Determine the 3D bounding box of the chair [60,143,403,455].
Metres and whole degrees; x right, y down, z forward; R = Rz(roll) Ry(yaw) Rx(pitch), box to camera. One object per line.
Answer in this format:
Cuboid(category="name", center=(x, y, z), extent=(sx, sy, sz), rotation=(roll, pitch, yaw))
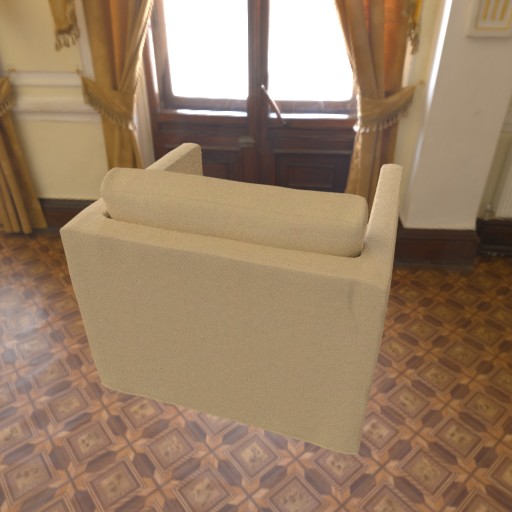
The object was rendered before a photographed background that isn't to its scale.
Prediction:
Cuboid(category="chair", center=(0.000, 0.000, 1.780), extent=(1.057, 0.851, 0.947), rotation=(10, 33, 15))
